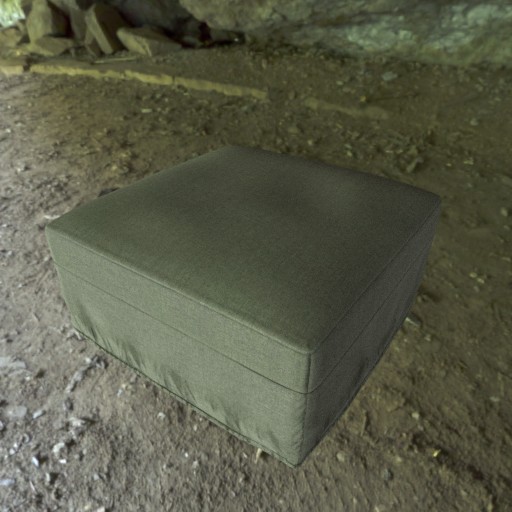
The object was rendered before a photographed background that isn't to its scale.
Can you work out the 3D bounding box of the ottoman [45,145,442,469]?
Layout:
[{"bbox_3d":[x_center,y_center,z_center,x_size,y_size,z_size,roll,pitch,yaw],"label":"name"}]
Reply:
[{"bbox_3d":[0.000,0.000,1.340,0.843,0.436,0.840,21,38,29],"label":"ottoman"}]
